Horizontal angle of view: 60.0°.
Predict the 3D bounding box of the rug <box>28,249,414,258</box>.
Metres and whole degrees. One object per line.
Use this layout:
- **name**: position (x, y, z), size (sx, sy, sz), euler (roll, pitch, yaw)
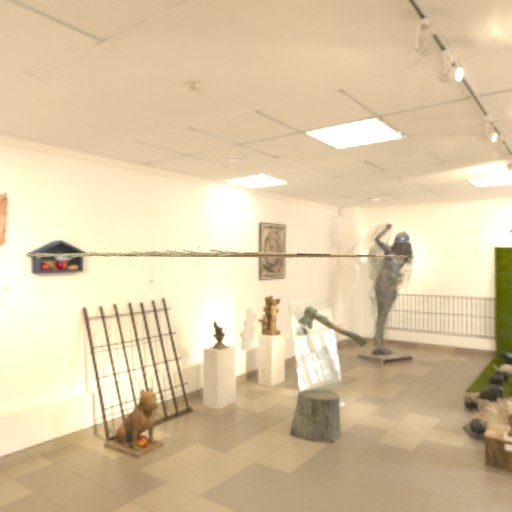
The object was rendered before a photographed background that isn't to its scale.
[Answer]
- **rug**: position (0.000, 0.000, 2.541), size (1.224, 0.027, 2.021), euler (0, -1, 36)
